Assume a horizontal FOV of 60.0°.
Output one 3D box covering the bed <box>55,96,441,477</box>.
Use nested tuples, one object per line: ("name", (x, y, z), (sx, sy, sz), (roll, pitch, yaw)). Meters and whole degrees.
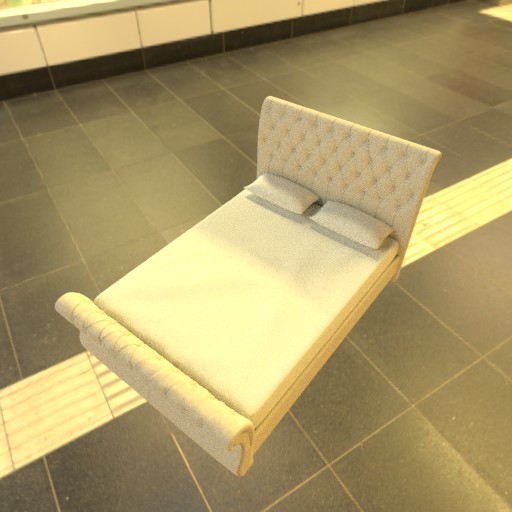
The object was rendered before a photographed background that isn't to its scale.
("bed", (0.000, 0.000, 3.388), (1.606, 1.268, 2.493), (28, 50, 27))
